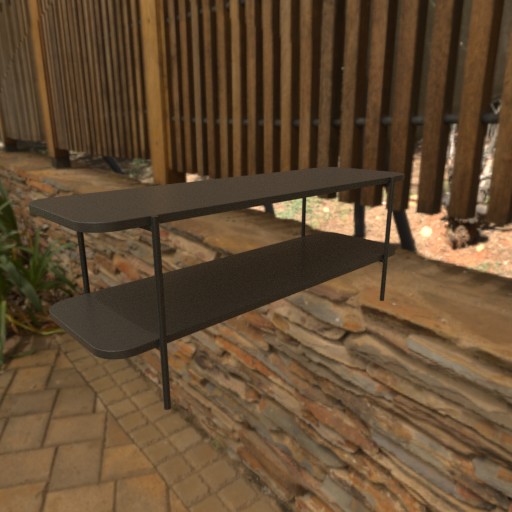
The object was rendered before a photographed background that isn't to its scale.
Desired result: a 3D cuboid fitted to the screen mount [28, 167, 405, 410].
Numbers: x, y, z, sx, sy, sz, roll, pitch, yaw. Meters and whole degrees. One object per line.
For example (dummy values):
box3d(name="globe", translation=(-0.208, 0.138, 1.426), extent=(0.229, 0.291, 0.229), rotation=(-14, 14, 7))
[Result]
box3d(name="screen mount", translation=(0.000, 0.000, 1.389), extent=(1.200, 0.447, 0.400), rotation=(-16, 23, -41))
